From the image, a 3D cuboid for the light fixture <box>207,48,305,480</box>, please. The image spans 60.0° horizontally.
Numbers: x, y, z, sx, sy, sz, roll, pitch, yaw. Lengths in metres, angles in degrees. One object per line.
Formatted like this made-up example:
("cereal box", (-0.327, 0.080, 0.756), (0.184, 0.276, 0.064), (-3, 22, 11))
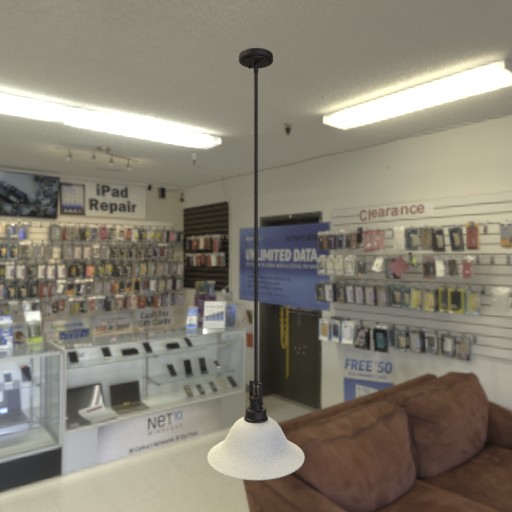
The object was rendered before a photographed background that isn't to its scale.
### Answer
("light fixture", (0.000, 0.000, 1.481), (0.324, 1.337, 0.324), (0, 0, -37))
